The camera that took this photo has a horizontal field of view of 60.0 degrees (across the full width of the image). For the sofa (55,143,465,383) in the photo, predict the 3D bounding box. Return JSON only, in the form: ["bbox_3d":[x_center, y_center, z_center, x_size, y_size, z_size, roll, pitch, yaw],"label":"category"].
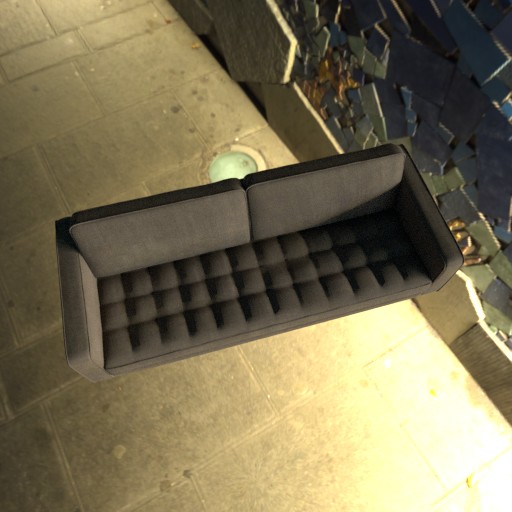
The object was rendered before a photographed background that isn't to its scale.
[{"bbox_3d":[0.000,0.000,2.735,2.295,0.813,0.923,-14,64,-7],"label":"sofa"}]
